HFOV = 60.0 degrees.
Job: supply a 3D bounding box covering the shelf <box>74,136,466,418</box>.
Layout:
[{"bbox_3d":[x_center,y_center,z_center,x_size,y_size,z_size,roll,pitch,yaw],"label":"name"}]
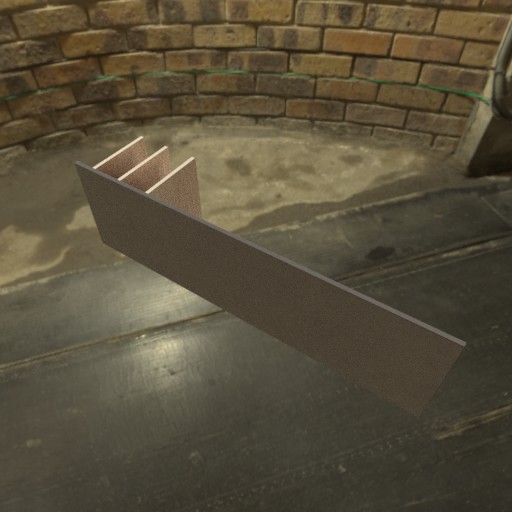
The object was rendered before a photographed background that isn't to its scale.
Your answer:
[{"bbox_3d":[0.000,0.000,1.145,1.020,0.300,0.200,26,52,22],"label":"shelf"}]
